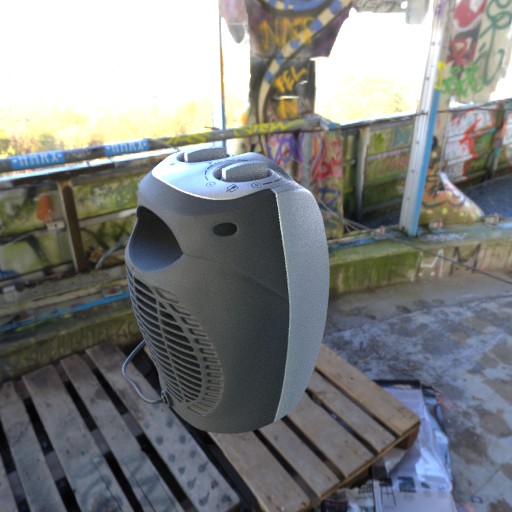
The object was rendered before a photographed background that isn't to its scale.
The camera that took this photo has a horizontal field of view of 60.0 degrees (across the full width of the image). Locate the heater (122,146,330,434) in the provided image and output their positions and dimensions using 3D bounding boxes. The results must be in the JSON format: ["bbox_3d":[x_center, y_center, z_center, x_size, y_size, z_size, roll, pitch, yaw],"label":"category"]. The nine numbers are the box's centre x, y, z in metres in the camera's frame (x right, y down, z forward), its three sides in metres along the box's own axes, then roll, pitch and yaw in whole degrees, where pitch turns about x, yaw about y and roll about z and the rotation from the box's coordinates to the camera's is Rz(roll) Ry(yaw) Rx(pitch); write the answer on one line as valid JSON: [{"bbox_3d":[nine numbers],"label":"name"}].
[{"bbox_3d":[0.000,0.000,0.467,0.291,0.240,0.239,-18,32,-31],"label":"heater"}]
